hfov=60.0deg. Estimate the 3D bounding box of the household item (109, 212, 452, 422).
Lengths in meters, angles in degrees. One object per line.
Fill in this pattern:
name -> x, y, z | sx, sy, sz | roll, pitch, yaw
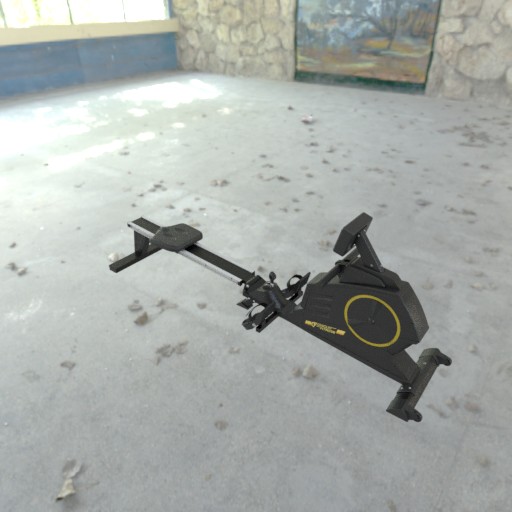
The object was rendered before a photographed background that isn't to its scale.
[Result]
household item -> 0.000, 0.000, 2.589 | 2.251, 0.810, 0.521 | 21, 37, 31
